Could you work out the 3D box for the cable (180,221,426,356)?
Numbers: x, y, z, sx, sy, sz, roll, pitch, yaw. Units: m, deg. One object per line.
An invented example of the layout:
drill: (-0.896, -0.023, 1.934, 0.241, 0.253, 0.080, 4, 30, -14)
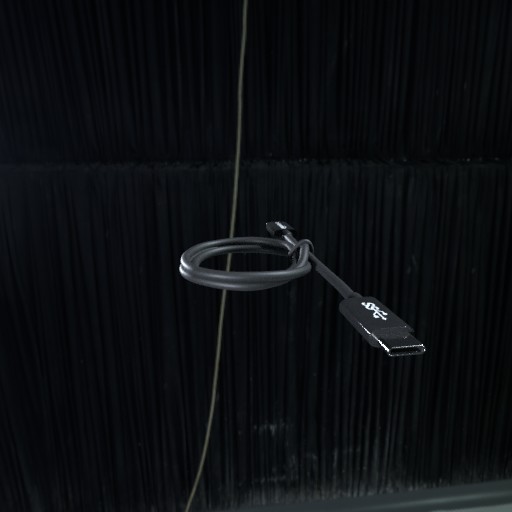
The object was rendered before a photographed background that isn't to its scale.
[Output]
cable: (0.000, 0.000, 0.205, 0.070, 0.014, 0.186, -2, 15, -9)
